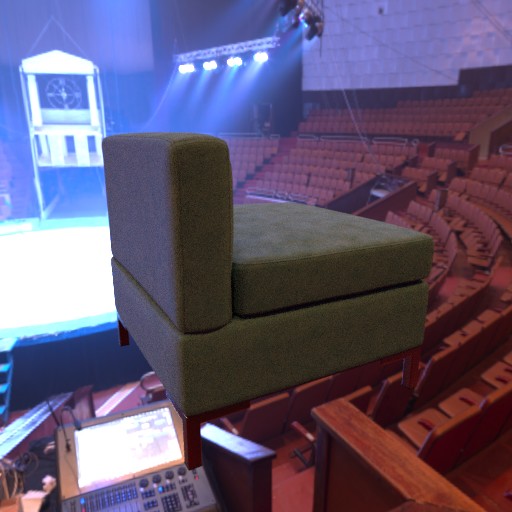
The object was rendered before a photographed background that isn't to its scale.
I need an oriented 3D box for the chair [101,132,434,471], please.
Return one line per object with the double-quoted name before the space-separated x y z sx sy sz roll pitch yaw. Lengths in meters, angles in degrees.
"chair" 0.000 0.000 1.233 0.685 0.660 0.684 -8 17 -28
